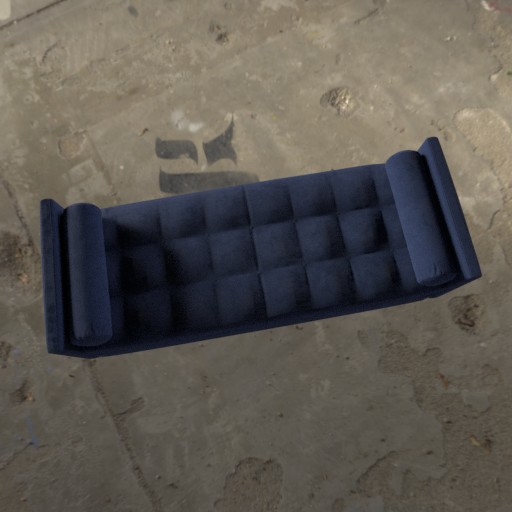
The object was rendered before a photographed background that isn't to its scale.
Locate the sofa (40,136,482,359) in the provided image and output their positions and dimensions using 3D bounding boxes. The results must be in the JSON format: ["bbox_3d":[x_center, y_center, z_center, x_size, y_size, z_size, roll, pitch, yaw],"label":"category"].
[{"bbox_3d":[0.000,0.000,2.477,2.102,0.657,0.797,-10,75,-3],"label":"sofa"}]
